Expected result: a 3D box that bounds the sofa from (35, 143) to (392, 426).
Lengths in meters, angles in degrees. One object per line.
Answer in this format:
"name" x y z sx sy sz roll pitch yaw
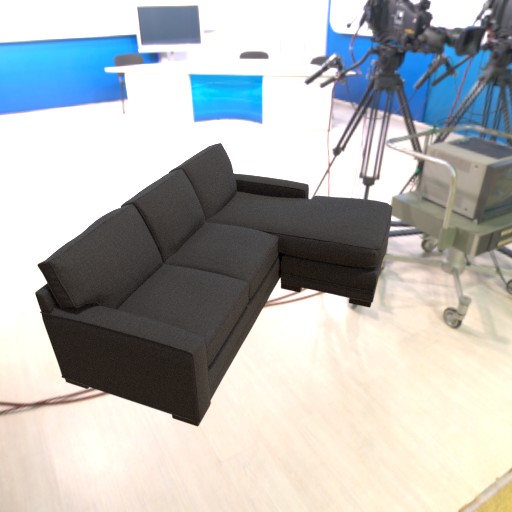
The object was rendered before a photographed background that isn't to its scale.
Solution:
"sofa" 0.000 0.000 3.282 1.790 0.973 2.370 11 34 17
